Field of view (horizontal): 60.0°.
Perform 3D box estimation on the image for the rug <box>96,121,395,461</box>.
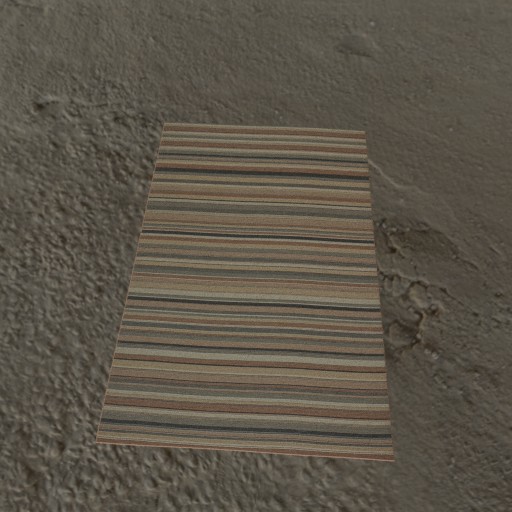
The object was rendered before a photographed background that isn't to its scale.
[{"bbox_3d":[0.000,0.000,2.247,1.219,0.008,1.829,3,61,2],"label":"rug"}]
